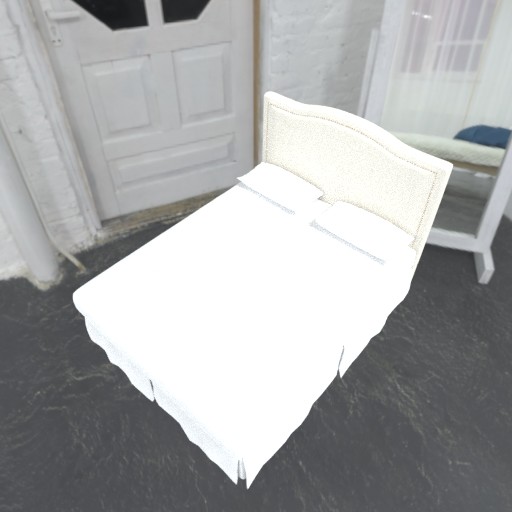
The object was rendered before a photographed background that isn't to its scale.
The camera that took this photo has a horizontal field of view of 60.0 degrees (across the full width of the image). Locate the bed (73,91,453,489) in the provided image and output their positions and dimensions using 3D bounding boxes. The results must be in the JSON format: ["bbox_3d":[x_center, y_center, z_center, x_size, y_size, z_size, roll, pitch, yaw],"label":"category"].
[{"bbox_3d":[0.000,0.000,3.356,1.821,1.436,2.282,33,54,28],"label":"bed"}]
